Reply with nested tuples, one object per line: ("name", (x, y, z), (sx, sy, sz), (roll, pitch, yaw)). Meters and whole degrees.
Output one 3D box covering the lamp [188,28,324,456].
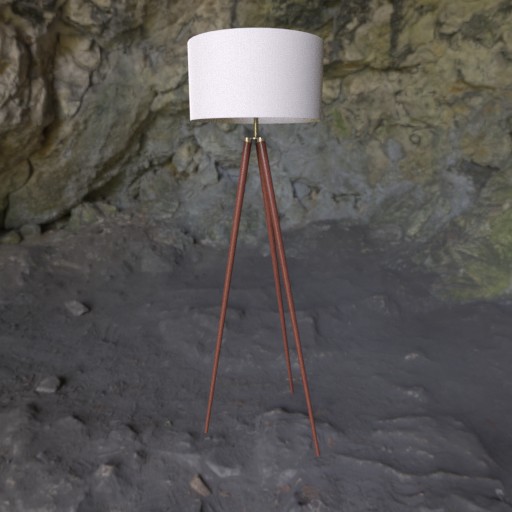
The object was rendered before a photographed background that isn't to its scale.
("lamp", (0.000, 0.000, 1.771), (0.483, 1.553, 0.483), (-2, 14, -8))
